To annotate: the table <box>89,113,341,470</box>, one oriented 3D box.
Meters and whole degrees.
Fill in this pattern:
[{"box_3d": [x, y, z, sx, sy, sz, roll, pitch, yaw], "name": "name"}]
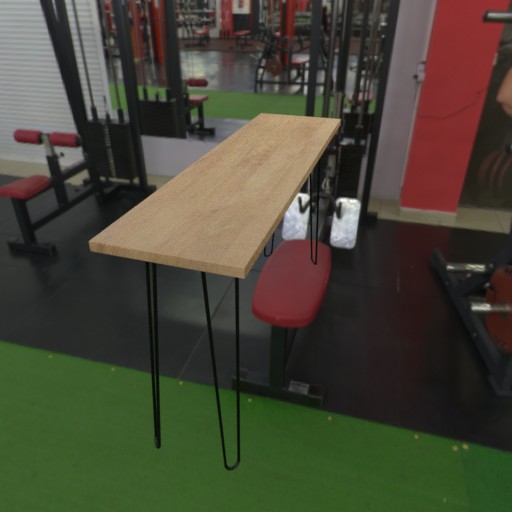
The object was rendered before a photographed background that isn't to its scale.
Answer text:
[{"box_3d": [0.000, 0.000, 1.792, 0.399, 0.799, 1.400, 9, 32, 15], "name": "table"}]
